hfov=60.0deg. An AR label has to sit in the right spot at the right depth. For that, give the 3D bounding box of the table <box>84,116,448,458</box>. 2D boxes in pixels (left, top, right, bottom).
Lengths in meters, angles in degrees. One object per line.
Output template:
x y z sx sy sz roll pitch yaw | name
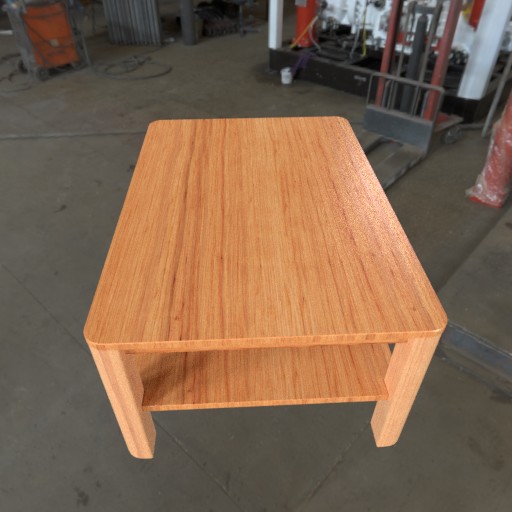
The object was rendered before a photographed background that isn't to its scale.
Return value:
0.000 0.000 1.340 0.696 0.445 0.997 -2 40 -2 | table
